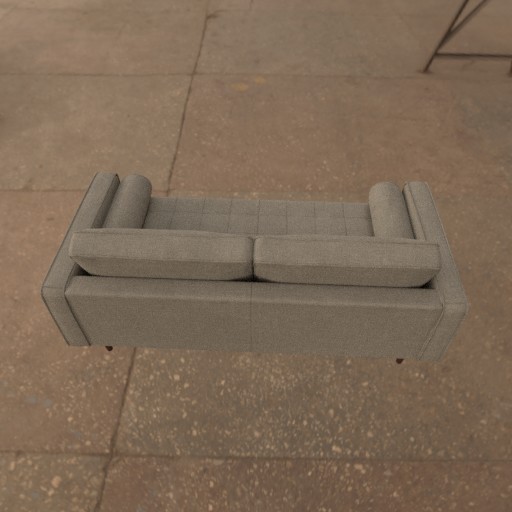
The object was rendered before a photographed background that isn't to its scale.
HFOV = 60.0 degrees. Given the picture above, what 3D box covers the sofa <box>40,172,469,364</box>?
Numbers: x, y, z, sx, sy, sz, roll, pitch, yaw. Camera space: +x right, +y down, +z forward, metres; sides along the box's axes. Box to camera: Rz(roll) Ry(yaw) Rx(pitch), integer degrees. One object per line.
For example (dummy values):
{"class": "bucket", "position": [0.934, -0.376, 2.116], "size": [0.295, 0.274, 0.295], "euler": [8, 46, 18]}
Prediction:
{"class": "sofa", "position": [0.000, 0.000, 2.326], "size": [1.879, 0.762, 0.914], "euler": [2, 47, 2]}
